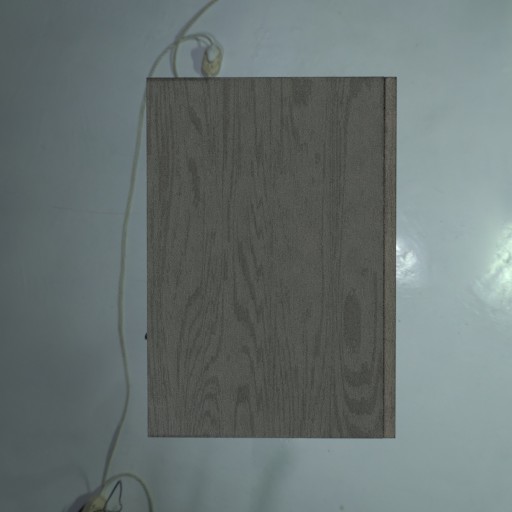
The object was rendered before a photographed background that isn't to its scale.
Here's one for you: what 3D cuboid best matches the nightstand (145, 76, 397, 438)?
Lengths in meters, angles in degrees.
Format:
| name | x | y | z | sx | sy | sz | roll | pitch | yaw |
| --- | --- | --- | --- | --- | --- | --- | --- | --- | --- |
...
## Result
| name | x | y | z | sx | sy | sz | roll | pitch | yaw |
| --- | --- | --- | --- | --- | --- | --- | --- | --- | --- |
| nightstand | 0.000 | 0.000 | 1.085 | 0.483 | 0.673 | 0.612 | 0 | 91 | 1 |
